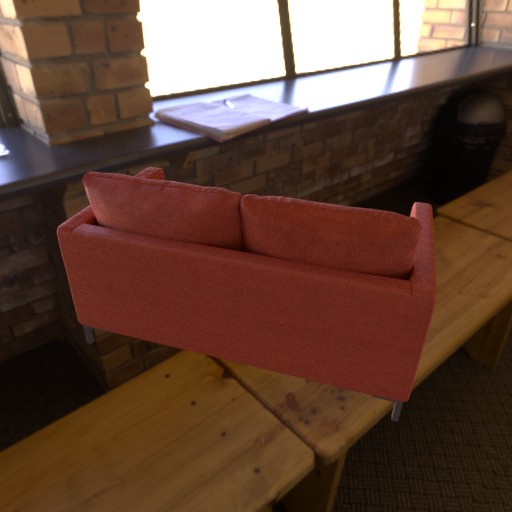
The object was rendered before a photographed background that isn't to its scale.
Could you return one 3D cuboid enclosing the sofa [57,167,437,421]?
[{"bbox_3d":[0.000,0.000,2.170,1.574,0.896,0.864,9,33,15],"label":"sofa"}]
